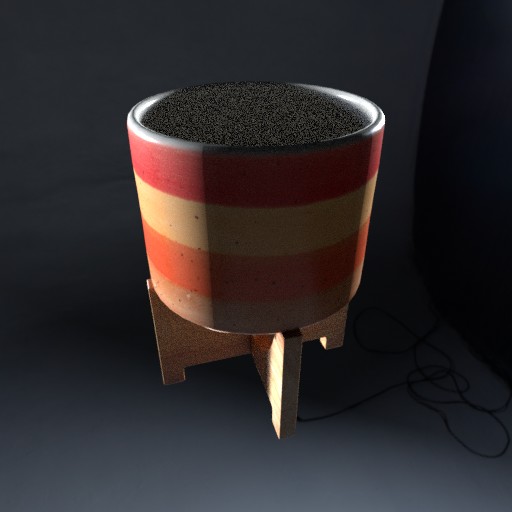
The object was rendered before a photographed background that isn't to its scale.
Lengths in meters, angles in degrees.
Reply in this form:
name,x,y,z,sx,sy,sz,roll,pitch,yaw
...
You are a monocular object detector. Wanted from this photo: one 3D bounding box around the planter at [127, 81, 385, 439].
name,x,y,z,sx,sy,sz,roll,pitch,yaw
planter,0.000,0.000,0.407,0.199,0.268,0.199,0,33,0
